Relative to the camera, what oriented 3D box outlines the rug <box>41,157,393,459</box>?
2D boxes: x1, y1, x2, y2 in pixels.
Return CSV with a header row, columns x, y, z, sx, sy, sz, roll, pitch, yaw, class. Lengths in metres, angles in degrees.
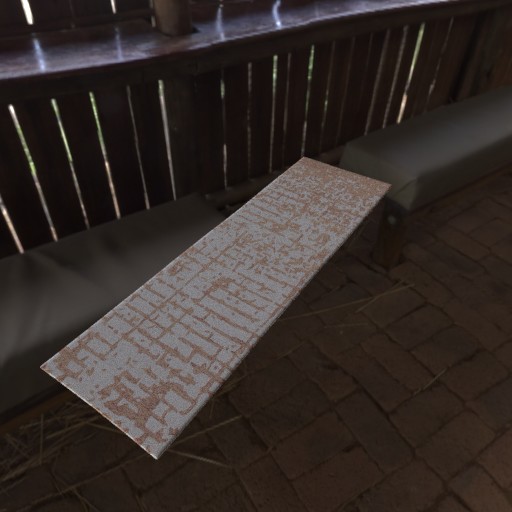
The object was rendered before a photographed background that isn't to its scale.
x,y,z,sx,sy,sz,roll,pitch,yaw,class
0.000,0.000,2.649,0.750,0.011,2.435,24,47,25,rug
